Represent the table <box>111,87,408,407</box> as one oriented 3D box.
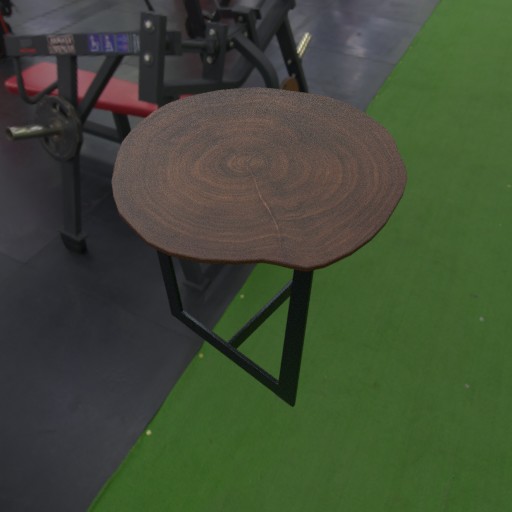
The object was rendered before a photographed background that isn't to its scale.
[{"bbox_3d":[0.000,0.000,0.896,0.477,0.476,0.494,22,50,20],"label":"table"}]
